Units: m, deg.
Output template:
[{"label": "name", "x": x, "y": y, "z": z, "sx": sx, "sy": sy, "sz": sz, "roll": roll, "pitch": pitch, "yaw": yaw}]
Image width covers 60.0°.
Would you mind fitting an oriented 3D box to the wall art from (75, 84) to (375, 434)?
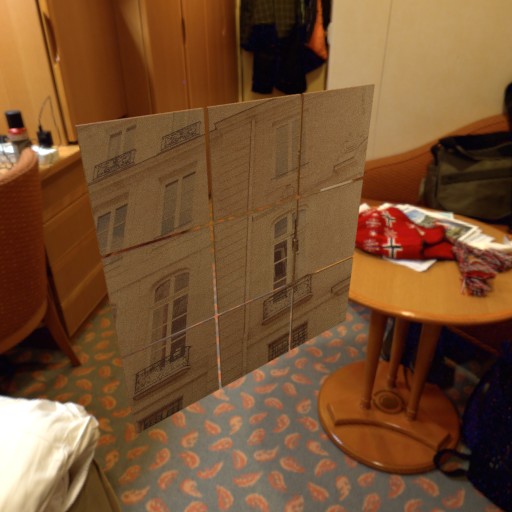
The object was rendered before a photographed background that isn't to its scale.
[{"label": "wall art", "x": 0.000, "y": 0.000, "z": 2.260, "sx": 1.526, "sy": 1.522, "sz": 0.023, "roll": -21, "pitch": 35, "yaw": -32}]
